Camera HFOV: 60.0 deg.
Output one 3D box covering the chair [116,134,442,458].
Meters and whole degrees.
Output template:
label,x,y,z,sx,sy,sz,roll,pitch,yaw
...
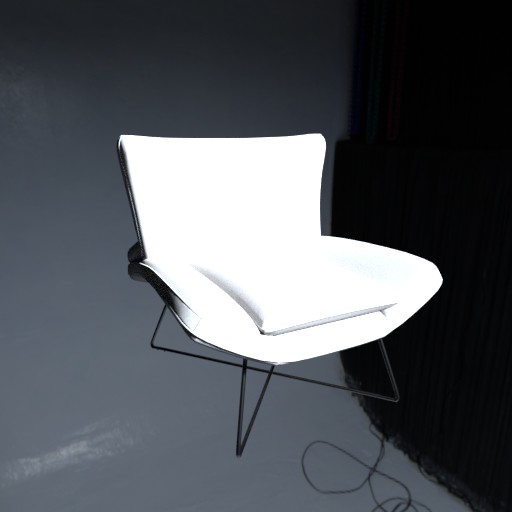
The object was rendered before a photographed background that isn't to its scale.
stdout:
label,x,y,z,sx,sy,sz,roll,pitch,yaw
chair,0.000,0.000,1.626,0.859,0.855,1.008,-8,18,-26
